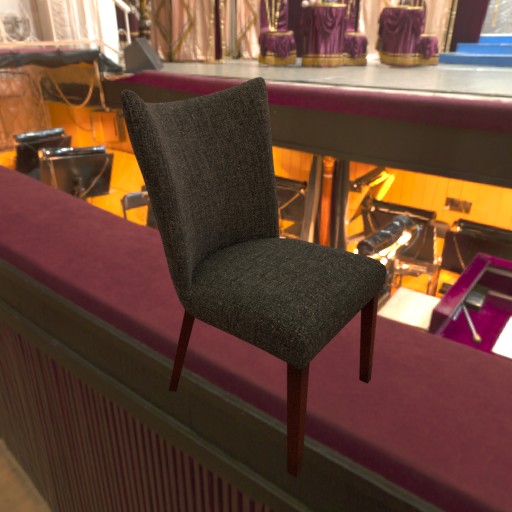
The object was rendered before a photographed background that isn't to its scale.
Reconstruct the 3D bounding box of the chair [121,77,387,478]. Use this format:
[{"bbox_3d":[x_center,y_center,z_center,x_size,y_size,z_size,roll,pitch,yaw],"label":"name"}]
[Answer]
[{"bbox_3d":[0.000,0.000,1.283,0.623,0.924,0.535,18,31,33],"label":"chair"}]
